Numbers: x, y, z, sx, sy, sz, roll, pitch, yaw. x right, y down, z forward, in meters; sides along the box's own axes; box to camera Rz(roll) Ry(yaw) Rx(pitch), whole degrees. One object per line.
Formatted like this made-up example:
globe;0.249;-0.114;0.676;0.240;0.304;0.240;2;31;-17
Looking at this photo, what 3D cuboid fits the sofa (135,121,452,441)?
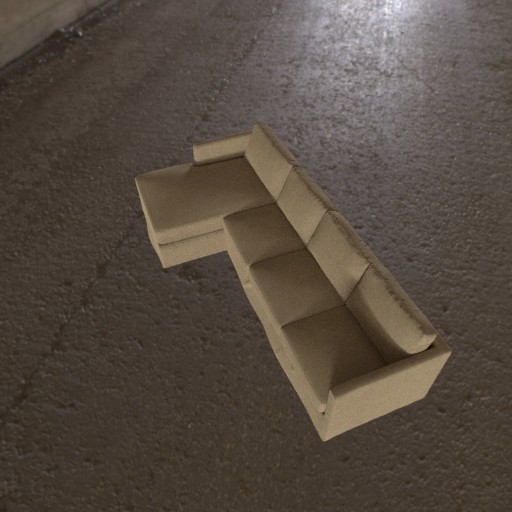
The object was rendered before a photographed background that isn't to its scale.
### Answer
sofa;0.000;0.000;4.039;1.638;0.920;3.198;-16;49;-15
